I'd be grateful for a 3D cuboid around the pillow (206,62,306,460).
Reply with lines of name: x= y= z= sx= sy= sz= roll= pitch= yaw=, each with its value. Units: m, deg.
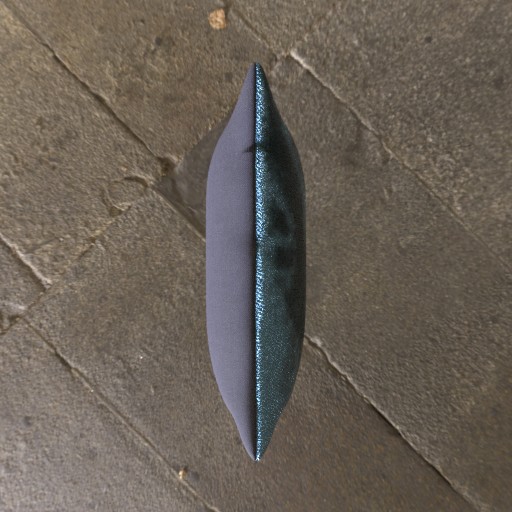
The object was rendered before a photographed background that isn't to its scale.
pillow: x=0.000 y=0.000 z=0.669 sx=0.138 sy=0.430 sz=0.436 roll=0 pitch=90 yaw=-1
